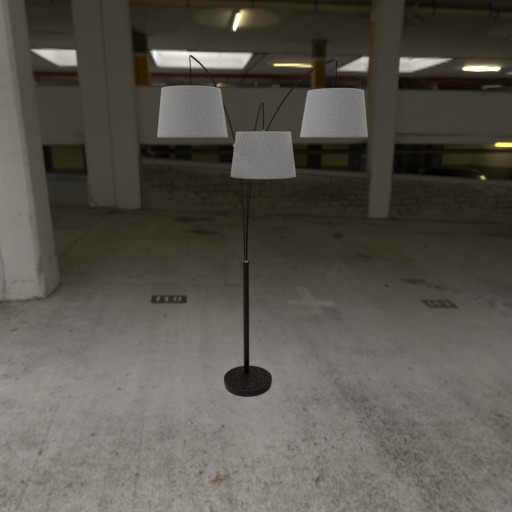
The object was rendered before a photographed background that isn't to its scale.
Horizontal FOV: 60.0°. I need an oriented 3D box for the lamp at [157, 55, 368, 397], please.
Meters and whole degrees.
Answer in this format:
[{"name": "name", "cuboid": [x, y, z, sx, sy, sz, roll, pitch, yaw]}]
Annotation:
[{"name": "lamp", "cuboid": [0.000, 0.000, 2.460, 0.951, 1.950, 0.924, -2, 15, -7]}]
